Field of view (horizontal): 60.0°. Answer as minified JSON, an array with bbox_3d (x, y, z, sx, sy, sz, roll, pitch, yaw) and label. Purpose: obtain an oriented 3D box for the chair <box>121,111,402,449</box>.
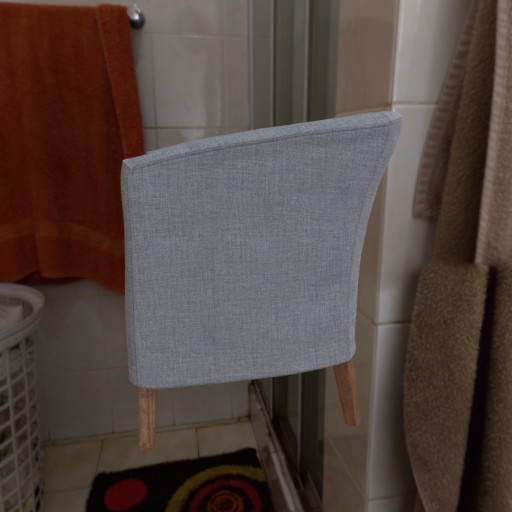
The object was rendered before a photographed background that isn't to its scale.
[{"bbox_3d":[0.000,0.000,1.249,0.668,0.771,0.600,-2,15,-8],"label":"chair"}]
